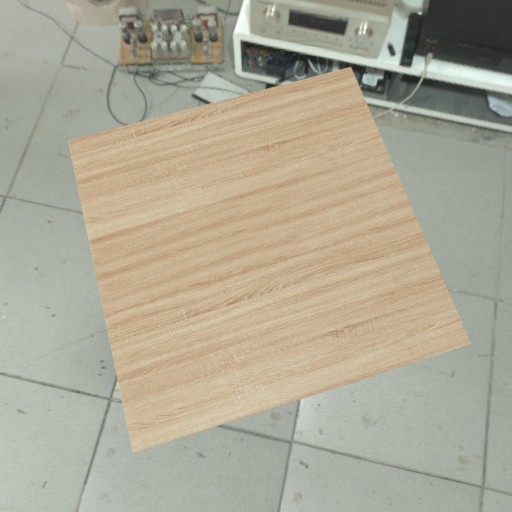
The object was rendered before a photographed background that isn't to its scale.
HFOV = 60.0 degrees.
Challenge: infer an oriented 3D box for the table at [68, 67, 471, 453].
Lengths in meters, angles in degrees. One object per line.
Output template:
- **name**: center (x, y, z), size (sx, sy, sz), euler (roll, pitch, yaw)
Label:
- **table**: center (0.000, 0.000, 1.068), size (0.670, 0.305, 0.670), euler (-16, 74, -5)
